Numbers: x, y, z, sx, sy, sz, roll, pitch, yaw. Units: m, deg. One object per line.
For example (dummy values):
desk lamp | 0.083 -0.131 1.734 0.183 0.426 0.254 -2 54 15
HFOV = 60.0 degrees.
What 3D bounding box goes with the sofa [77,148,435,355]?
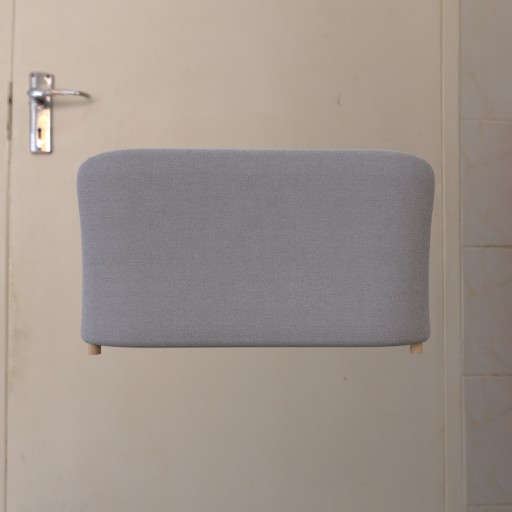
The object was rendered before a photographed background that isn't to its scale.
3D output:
sofa | 0.000 0.000 1.828 1.452 0.721 0.705 0 -1 -1
